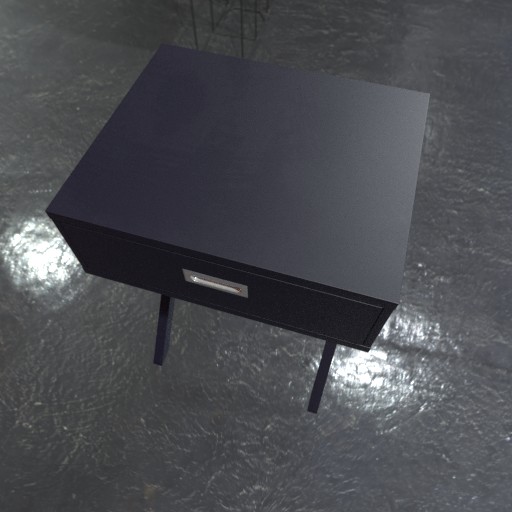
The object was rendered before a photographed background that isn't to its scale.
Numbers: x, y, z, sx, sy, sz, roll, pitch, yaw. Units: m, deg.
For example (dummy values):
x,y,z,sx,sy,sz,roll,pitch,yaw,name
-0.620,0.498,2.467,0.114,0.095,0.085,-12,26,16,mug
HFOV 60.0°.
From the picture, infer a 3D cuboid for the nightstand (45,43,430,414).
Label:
x,y,z,sx,sy,sz,roll,pitch,yaw,name
0.000,0.000,0.931,0.479,0.623,0.402,15,59,9,nightstand
